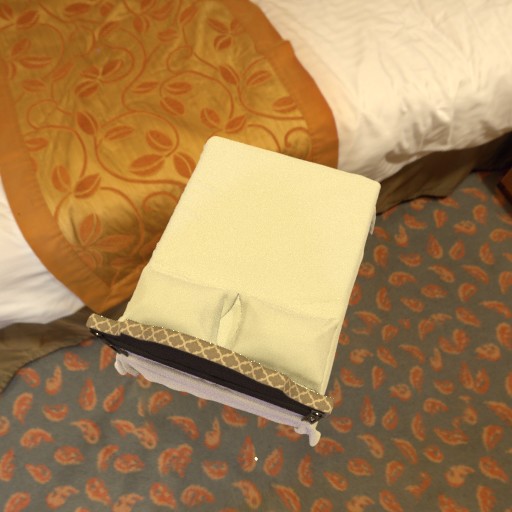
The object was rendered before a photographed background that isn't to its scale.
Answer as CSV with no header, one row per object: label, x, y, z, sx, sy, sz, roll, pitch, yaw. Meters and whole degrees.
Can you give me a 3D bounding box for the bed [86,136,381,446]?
bed,0.000,0.000,3.406,1.780,1.633,2.222,18,67,8
